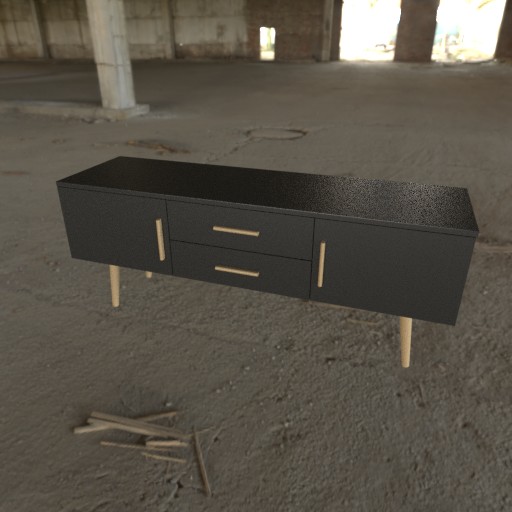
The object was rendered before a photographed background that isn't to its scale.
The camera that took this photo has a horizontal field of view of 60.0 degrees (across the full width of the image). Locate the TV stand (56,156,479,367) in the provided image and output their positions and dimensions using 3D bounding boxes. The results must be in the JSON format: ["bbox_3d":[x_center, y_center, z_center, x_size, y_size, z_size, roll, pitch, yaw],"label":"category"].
[{"bbox_3d":[0.000,0.000,1.573,1.312,0.518,0.390,9,28,17],"label":"TV stand"}]
